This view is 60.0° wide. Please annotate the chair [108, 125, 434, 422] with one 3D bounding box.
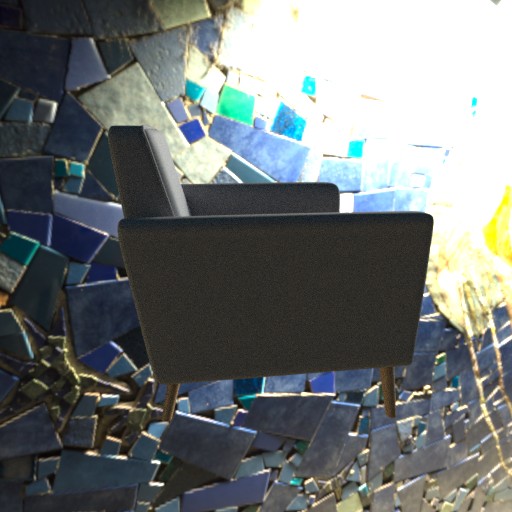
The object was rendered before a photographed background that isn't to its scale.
[{"bbox_3d":[0.000,0.000,1.391,0.750,0.780,0.780,-2,15,-8],"label":"chair"}]
